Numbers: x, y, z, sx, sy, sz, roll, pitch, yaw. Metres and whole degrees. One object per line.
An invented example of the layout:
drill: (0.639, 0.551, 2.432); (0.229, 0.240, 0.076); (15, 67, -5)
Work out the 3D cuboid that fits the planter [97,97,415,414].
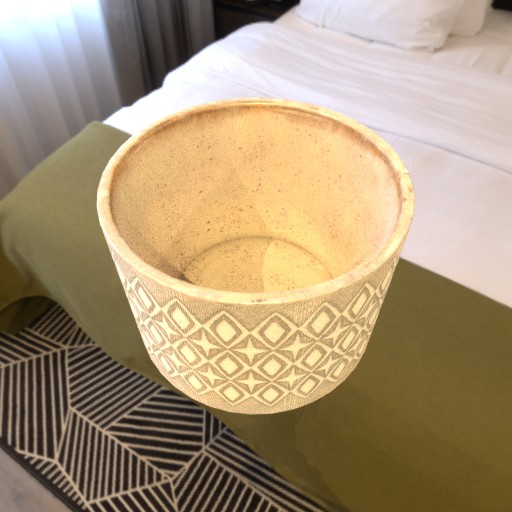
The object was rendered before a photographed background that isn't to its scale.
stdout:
planter: (0.000, 0.000, 0.319); (0.186, 0.144, 0.186); (0, 49, 0)
